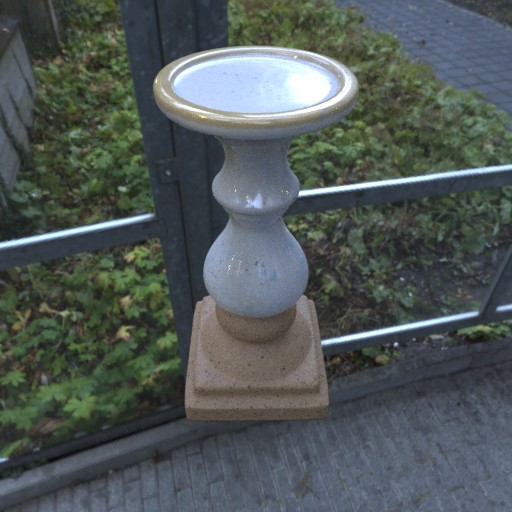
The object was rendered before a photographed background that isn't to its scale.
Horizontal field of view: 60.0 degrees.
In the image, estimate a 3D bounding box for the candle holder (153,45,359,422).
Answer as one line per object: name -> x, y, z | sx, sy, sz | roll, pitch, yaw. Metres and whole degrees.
candle holder -> 0.000, 0.000, 0.299 | 0.110, 0.239, 0.110 | -1, 42, -1
